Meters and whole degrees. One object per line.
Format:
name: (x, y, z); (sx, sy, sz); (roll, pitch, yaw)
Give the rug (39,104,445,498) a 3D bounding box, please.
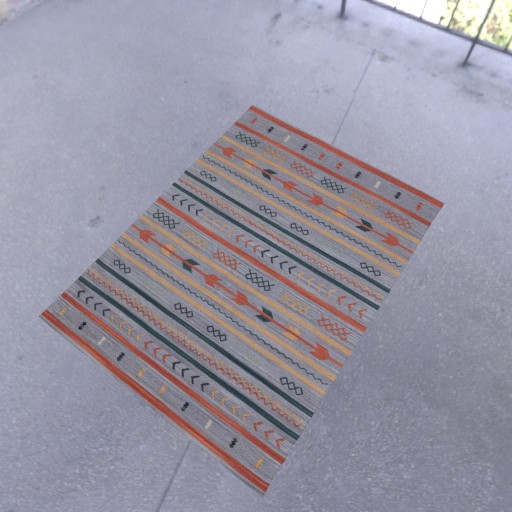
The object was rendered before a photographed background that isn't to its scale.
rug: (0.000, 0.000, 3.932); (2.263, 0.022, 3.029); (32, 66, 16)
